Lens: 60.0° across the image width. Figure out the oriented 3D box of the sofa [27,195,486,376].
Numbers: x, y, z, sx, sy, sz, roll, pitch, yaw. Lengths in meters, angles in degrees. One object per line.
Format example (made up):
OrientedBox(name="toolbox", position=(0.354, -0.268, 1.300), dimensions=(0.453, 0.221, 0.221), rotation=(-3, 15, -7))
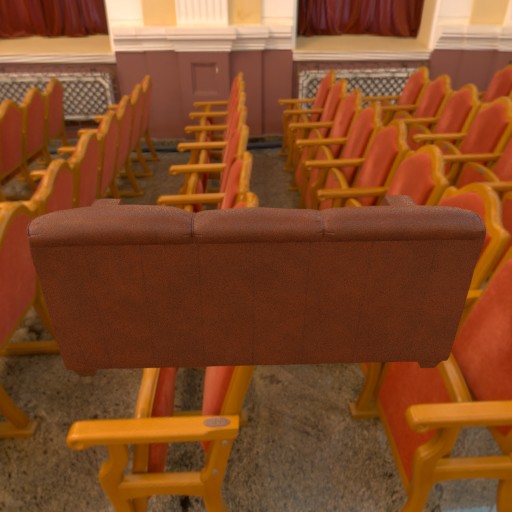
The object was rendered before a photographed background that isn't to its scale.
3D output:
OrientedBox(name="sofa", position=(0.000, 0.000, 2.525), dimensions=(2.039, 0.953, 1.008), rotation=(-1, 30, -2))
